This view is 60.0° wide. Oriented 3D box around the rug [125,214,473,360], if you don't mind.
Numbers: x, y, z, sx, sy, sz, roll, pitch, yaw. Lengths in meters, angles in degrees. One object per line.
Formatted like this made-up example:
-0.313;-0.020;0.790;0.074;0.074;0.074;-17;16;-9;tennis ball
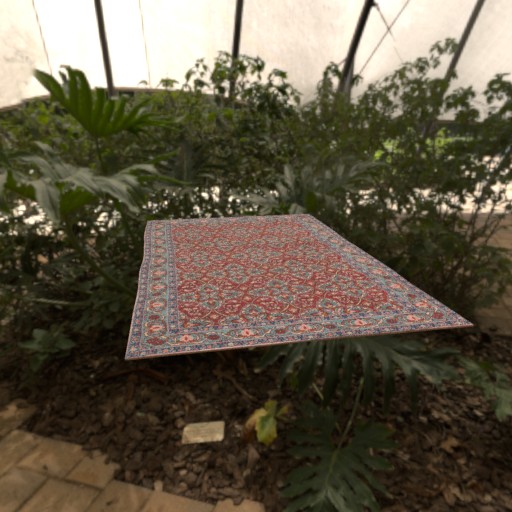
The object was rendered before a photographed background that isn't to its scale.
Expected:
0.000;0.000;3.003;1.533;0.011;2.439;-3;18;-11;rug
